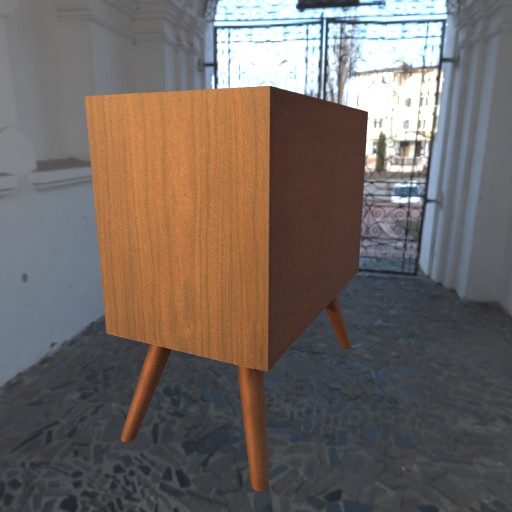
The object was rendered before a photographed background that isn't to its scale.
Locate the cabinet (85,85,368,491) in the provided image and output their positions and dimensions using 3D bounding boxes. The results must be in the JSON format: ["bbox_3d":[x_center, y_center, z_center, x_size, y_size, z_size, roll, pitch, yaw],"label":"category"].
[{"bbox_3d":[0.000,0.000,1.161,0.388,0.748,0.712,7,16,25],"label":"cabinet"}]
